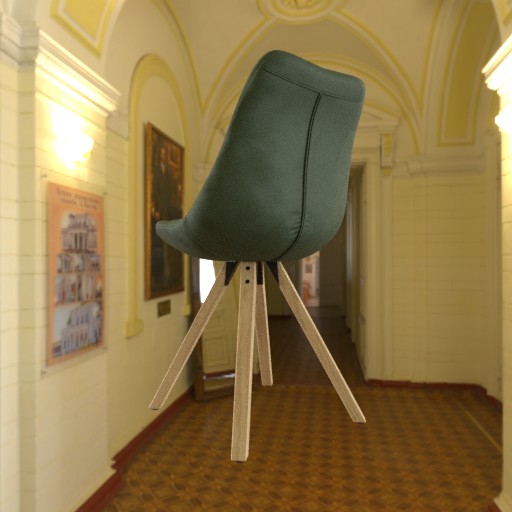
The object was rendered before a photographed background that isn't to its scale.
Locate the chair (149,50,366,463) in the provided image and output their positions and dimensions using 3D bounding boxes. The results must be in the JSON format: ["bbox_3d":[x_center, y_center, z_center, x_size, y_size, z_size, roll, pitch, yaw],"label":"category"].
[{"bbox_3d":[0.000,0.000,1.210,0.483,0.865,0.547,0,-1,-36],"label":"chair"}]
